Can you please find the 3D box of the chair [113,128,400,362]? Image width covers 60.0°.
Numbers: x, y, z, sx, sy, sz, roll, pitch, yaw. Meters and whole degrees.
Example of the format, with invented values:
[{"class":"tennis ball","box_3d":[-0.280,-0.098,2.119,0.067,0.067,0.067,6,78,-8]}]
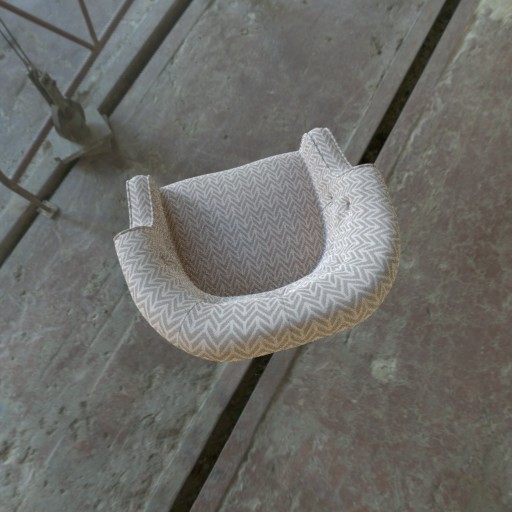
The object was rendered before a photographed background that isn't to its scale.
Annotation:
[{"class":"chair","box_3d":[0.000,0.000,1.356,0.686,0.858,0.613,-16,76,-4]}]
